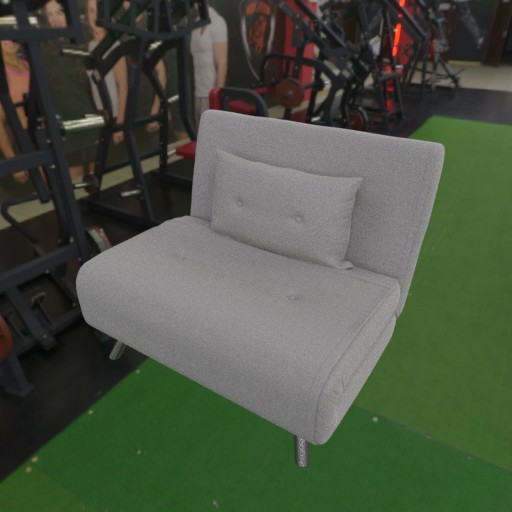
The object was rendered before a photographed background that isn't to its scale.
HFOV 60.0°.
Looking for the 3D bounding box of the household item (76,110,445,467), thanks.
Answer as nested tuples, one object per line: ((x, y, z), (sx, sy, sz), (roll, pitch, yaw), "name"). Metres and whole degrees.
((0.000, 0.000, 1.602), (1.000, 0.800, 0.874), (18, 35, 29), "household item")
